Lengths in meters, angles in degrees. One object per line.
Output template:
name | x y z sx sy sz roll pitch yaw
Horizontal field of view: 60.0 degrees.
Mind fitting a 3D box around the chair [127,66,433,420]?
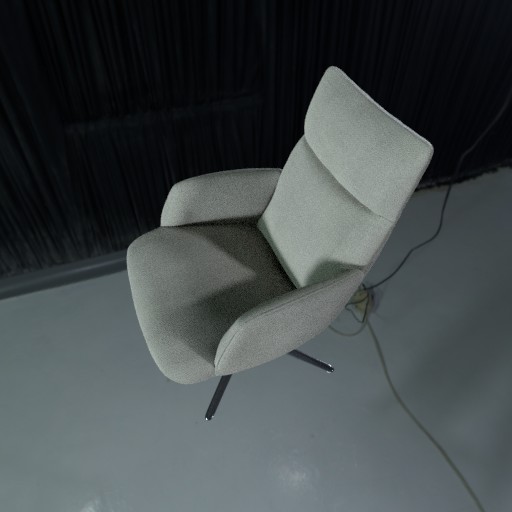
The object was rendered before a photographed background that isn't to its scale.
chair | 0.000 0.000 1.561 0.889 1.016 0.711 -17 49 -15
